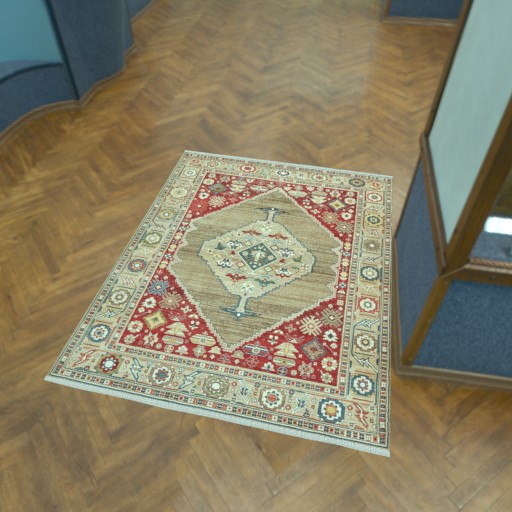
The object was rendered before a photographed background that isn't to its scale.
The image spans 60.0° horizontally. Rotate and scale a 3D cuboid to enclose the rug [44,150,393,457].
[{"bbox_3d":[0.000,0.000,4.085,2.451,0.008,3.143,9,46,9],"label":"rug"}]
